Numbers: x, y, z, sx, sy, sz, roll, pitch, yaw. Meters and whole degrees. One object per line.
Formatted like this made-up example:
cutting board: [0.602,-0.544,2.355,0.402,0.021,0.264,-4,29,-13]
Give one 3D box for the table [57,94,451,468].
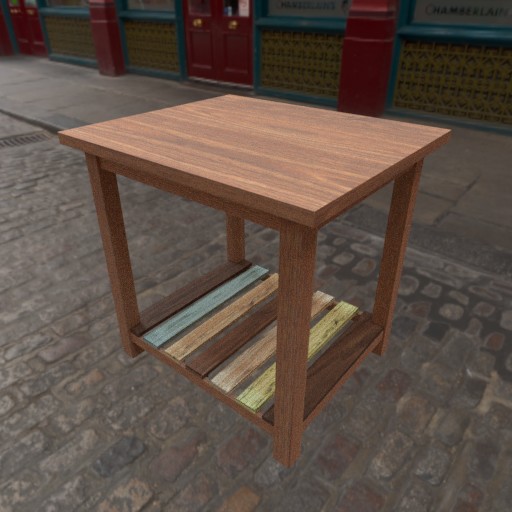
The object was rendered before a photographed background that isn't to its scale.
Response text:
table: [0.000,0.000,1.132,0.660,0.635,0.559,22,37,33]
